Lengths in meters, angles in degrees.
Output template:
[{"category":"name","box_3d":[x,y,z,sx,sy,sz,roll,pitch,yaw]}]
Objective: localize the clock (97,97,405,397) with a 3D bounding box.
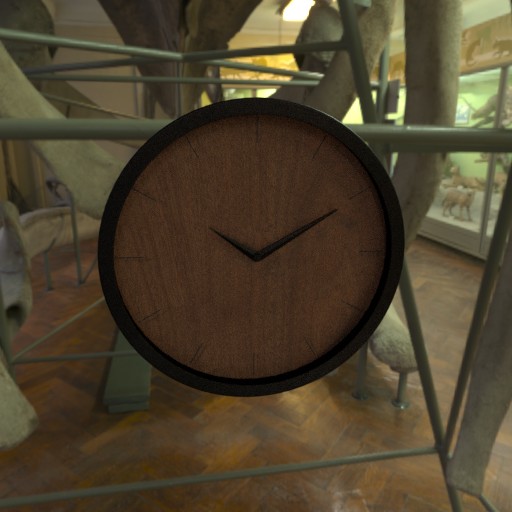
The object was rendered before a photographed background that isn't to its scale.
[{"category":"clock","box_3d":[0.000,0.000,0.467,0.314,0.314,0.040,-2,16,-8]}]
